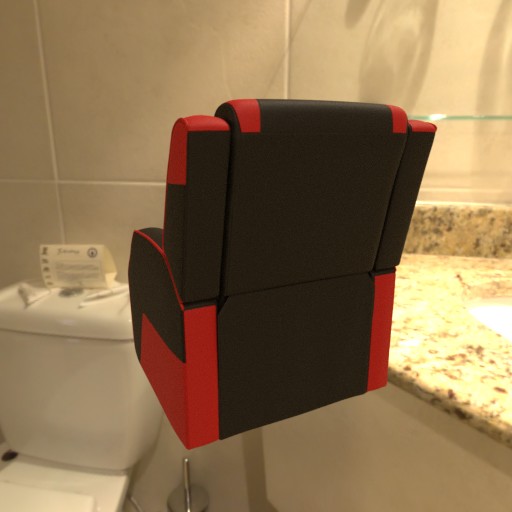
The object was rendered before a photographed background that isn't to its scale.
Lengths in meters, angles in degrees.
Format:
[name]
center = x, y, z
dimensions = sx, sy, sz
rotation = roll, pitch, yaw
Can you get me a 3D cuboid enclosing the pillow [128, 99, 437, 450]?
[pillow]
center = 0.000, 0.000, 1.268
dimensions = 0.620, 0.805, 0.672
rotation = -8, 17, -26
